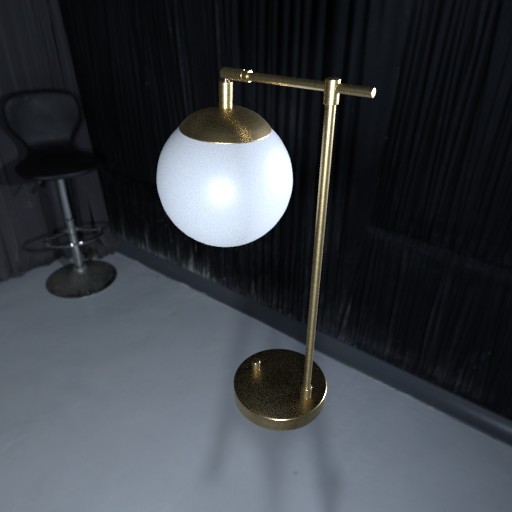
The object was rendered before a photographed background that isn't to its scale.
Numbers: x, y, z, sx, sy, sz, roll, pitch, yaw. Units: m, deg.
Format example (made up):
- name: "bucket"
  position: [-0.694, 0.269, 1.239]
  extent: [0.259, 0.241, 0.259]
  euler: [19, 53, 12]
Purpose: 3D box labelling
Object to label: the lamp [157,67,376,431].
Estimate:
- name: "lamp"
  position: [0.000, 0.000, 0.711]
  extent: [0.324, 0.559, 0.207]
  euler: [21, 37, 31]
